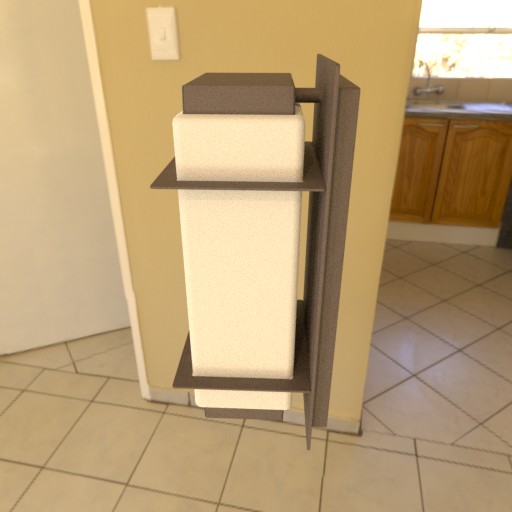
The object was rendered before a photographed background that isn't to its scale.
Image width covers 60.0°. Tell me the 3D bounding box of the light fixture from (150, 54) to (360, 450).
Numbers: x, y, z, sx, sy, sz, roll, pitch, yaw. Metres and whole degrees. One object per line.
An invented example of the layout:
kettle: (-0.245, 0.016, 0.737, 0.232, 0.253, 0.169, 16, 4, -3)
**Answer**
light fixture: (0.000, 0.000, 0.424, 0.146, 0.347, 0.153, 1, 27, 2)
